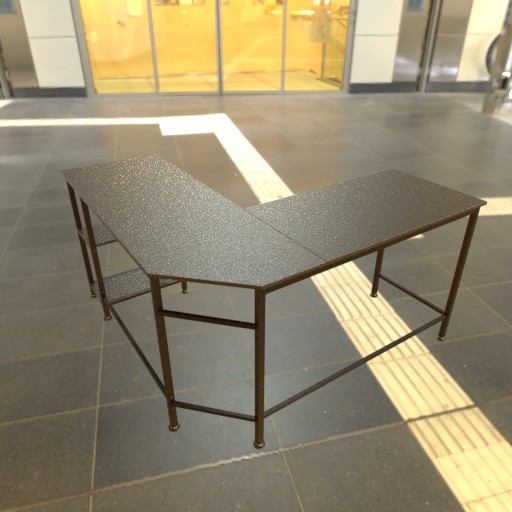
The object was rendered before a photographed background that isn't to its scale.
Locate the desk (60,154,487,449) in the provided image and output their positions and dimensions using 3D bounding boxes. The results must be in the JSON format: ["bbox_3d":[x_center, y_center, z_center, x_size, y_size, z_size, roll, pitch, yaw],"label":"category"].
[{"bbox_3d":[0.000,0.000,2.181,1.379,0.739,1.379,-18,35,-29],"label":"desk"}]
